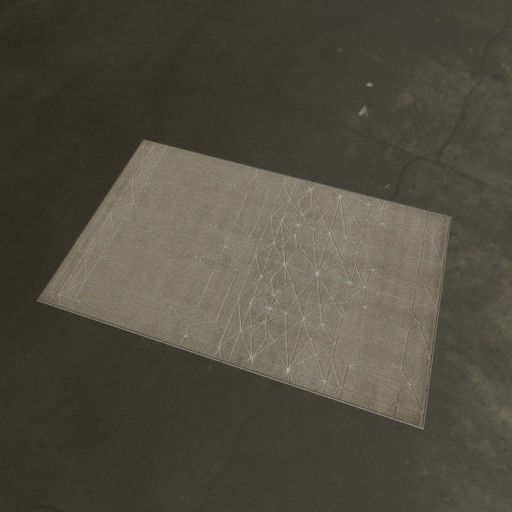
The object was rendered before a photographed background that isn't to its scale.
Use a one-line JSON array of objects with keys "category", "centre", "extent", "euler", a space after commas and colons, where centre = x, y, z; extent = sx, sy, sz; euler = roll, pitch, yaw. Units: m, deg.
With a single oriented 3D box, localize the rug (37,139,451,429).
[{"category": "rug", "centre": [0.000, 0.000, 3.002], "extent": [2.438, 0.012, 1.524], "euler": [16, 60, 10]}]
